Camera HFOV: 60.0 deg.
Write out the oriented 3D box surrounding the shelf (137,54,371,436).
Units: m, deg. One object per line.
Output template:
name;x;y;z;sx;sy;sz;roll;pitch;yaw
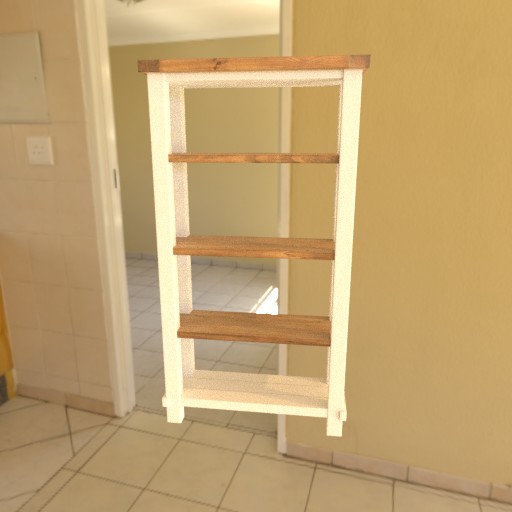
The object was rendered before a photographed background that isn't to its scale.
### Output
shelf;0.000;0.000;2.339;1.022;1.878;0.381;2;15;7
